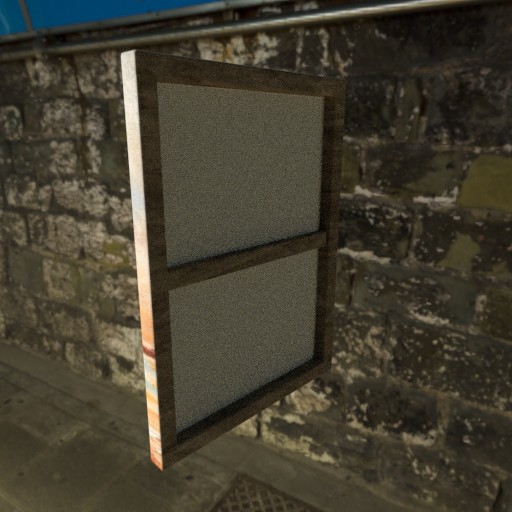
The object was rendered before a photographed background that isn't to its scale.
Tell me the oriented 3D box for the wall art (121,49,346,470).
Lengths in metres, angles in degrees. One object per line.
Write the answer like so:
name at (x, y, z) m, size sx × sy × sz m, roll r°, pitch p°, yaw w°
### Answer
wall art at (0.000, 0.000, 0.771) m, size 0.443 × 0.605 × 0.035 m, roll -15°, pitch 21°, yaw -43°
